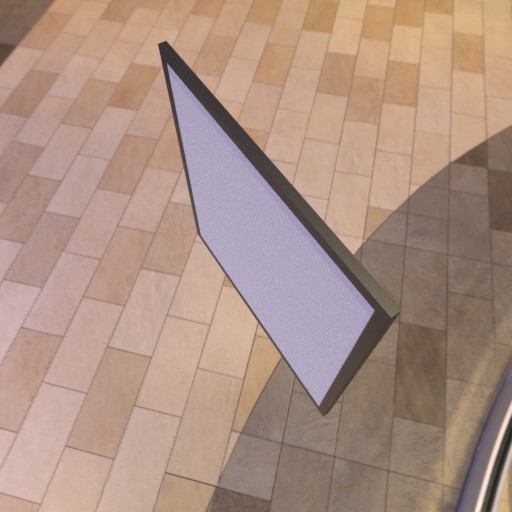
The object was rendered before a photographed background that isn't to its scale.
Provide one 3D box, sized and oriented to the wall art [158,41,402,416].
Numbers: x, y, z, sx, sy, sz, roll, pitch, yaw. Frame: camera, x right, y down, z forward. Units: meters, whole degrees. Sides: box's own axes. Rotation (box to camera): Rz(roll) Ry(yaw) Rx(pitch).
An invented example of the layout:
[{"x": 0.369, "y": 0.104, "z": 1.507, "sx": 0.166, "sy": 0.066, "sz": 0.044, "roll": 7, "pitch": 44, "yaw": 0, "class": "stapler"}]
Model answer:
[{"x": 0.000, "y": 0.000, "z": 1.208, "sx": 0.022, "sy": 0.807, "sz": 0.807, "roll": -29, "pitch": 64, "yaw": -16, "class": "wall art"}]
